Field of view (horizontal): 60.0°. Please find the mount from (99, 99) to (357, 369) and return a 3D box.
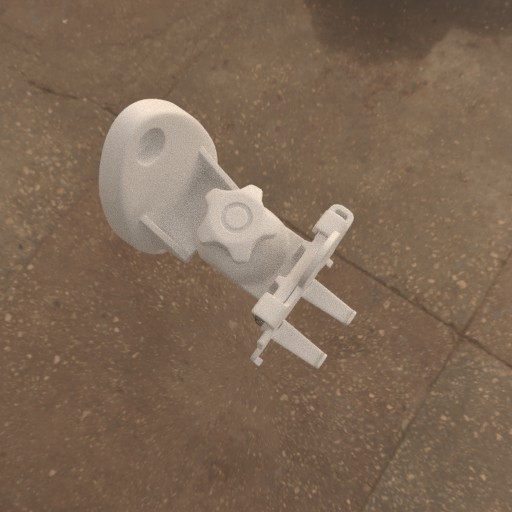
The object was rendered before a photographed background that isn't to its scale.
[{"bbox_3d":[0.000,0.000,0.176,0.100,0.118,0.066,36,78,8],"label":"mount"}]
